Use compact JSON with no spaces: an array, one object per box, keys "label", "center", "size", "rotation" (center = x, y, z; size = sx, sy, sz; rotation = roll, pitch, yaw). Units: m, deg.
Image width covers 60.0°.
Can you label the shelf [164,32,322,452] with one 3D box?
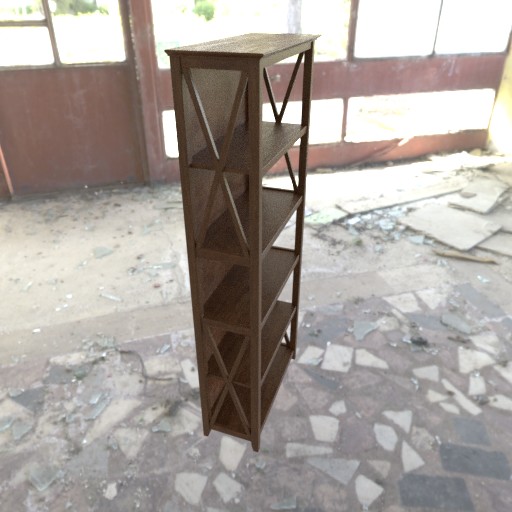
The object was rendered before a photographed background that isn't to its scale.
[{"label":"shelf","center":[0.000,0.000,2.173],"size":[0.335,1.905,0.805],"rotation":[10,32,17]}]
